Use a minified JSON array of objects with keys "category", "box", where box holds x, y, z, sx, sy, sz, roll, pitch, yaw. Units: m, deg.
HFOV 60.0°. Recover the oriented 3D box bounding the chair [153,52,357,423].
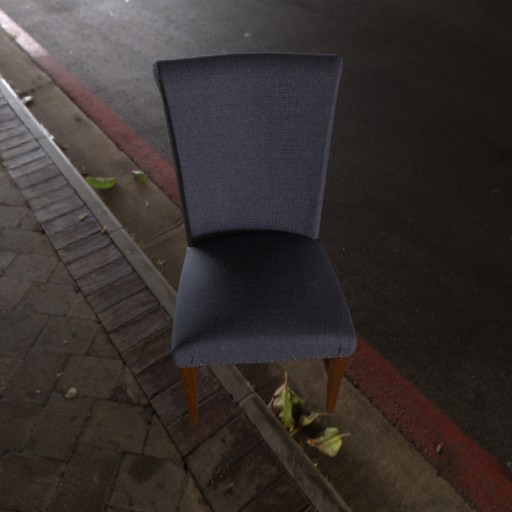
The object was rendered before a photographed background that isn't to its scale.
[{"category":"chair","box":[0.000,0.000,1.337,0.513,0.988,0.608,-3,45,-3]}]
